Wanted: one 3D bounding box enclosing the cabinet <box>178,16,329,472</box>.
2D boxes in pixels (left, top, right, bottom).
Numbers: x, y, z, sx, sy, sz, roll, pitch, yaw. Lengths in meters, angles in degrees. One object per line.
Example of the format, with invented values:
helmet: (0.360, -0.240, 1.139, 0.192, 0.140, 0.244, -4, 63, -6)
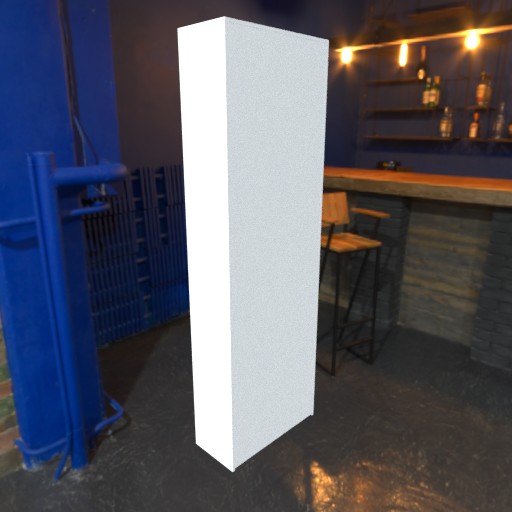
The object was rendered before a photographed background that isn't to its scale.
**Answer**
cabinet: (0.000, 0.000, 1.798, 0.255, 1.630, 0.520, 16, 22, 43)
